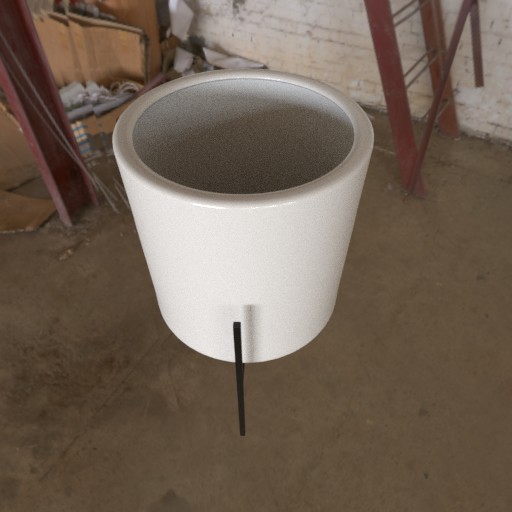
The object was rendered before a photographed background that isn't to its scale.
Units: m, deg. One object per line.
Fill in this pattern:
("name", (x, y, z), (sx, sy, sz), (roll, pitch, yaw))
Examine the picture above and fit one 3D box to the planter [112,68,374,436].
("planter", (0.000, 0.000, 0.639), (0.308, 0.431, 0.307), (-17, 49, -15))
